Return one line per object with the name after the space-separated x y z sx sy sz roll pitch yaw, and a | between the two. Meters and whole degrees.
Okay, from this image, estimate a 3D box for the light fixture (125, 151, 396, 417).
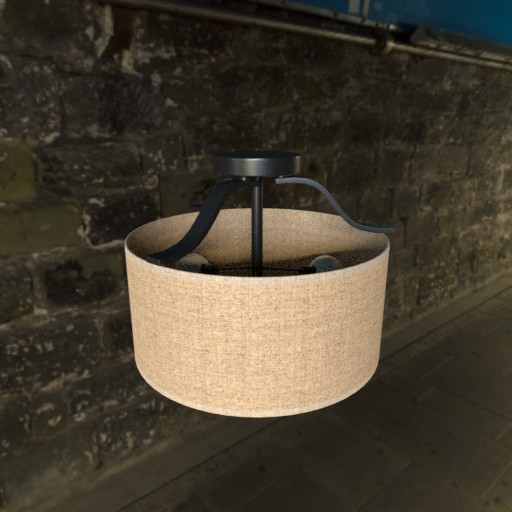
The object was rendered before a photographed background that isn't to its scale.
0.000 0.000 0.678 0.390 0.306 0.390 0 18 0 | light fixture
